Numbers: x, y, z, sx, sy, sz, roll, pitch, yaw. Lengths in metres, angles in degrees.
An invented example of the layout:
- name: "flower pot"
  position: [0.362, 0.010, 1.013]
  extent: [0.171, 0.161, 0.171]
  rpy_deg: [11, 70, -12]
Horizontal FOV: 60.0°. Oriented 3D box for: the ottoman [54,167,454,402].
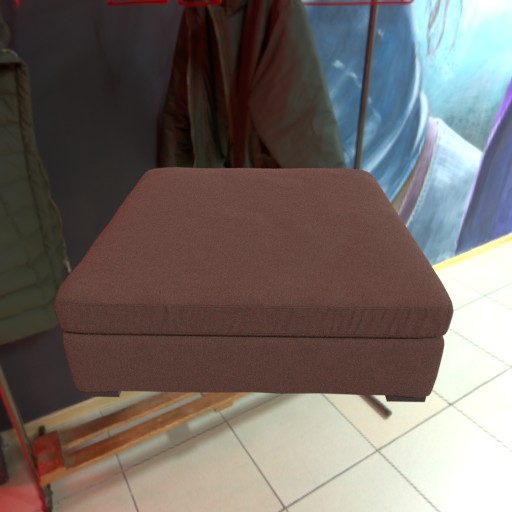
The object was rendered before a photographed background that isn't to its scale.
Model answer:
- name: "ottoman"
  position: [0.000, 0.000, 1.838]
  extent: [1.181, 0.470, 1.181]
  rpy_deg: [1, 29, 1]
